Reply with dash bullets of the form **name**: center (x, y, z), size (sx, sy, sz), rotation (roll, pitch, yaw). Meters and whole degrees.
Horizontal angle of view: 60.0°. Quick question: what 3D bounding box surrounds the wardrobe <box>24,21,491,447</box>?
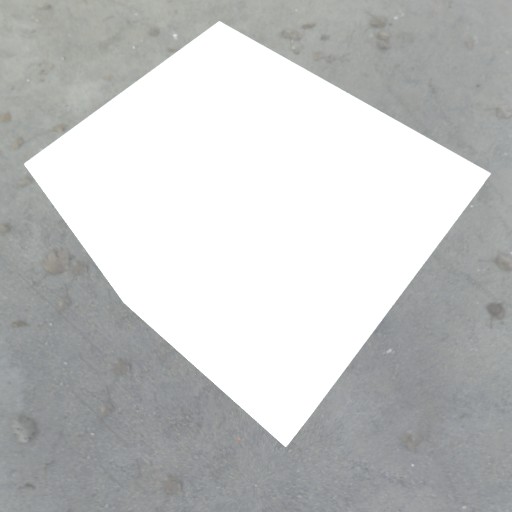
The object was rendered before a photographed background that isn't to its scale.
- **wardrobe**: center (0.000, 0.000, 0.837), size (0.500, 0.520, 0.400), rotation (37, 68, 17)
